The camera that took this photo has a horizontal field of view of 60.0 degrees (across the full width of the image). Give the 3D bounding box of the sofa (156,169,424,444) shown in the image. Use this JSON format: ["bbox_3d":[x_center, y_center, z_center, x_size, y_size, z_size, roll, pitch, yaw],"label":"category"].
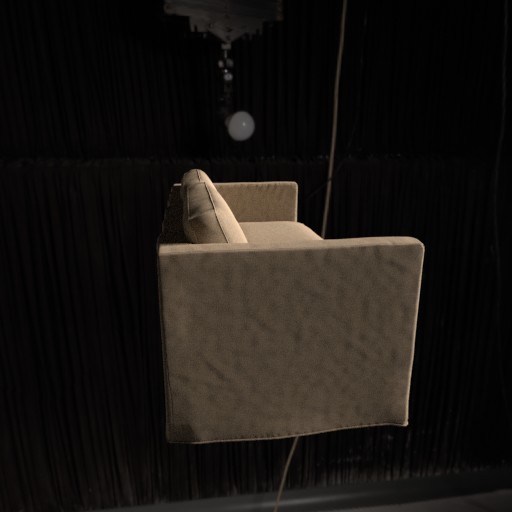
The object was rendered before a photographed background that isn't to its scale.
[{"bbox_3d":[0.000,0.000,2.466,0.956,0.847,1.987,-2,16,-8],"label":"sofa"}]
